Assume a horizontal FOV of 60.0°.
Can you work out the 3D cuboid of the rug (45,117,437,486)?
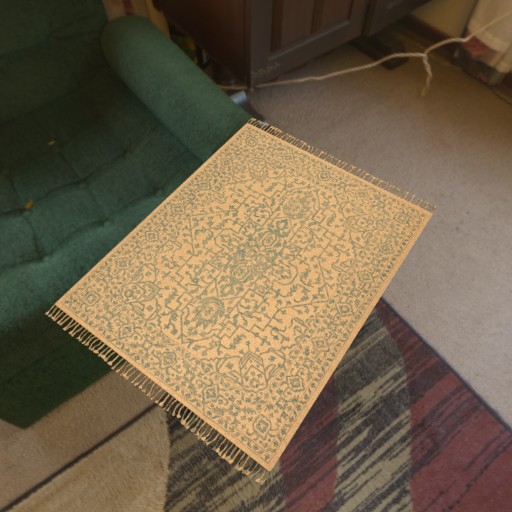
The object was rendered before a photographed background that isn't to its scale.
[{"bbox_3d":[0.000,0.000,4.419,2.464,0.010,3.327,31,62,18],"label":"rug"}]
